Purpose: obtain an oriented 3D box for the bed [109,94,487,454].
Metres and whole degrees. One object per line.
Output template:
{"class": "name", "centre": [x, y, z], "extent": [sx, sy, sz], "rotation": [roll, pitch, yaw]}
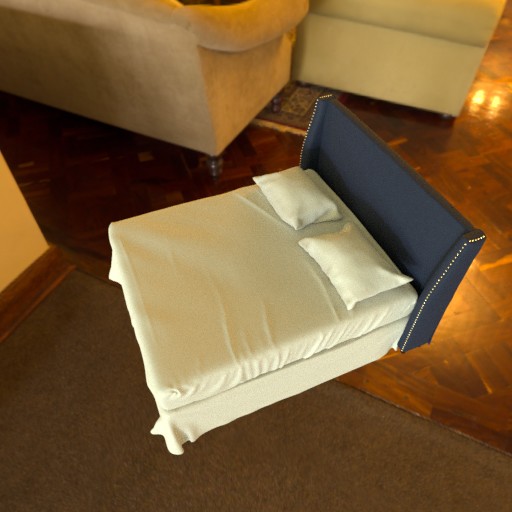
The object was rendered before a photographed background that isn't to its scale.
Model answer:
{"class": "bed", "centre": [0.000, 0.000, 3.448], "extent": [2.276, 1.332, 1.925], "rotation": [-18, 51, -15]}
